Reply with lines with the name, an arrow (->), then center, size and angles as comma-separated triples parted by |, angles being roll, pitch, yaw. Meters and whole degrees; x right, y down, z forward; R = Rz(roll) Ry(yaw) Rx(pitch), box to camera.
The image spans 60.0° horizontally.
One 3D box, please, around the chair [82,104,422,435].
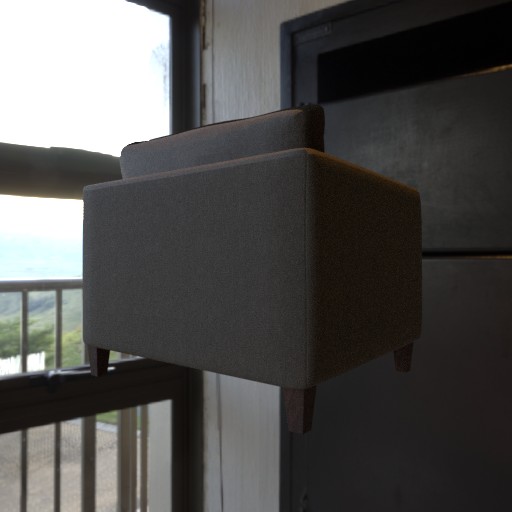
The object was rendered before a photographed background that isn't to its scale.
chair -> 0.000, 0.000, 1.834 | 1.107, 0.963, 0.959 | 0, 0, 38
